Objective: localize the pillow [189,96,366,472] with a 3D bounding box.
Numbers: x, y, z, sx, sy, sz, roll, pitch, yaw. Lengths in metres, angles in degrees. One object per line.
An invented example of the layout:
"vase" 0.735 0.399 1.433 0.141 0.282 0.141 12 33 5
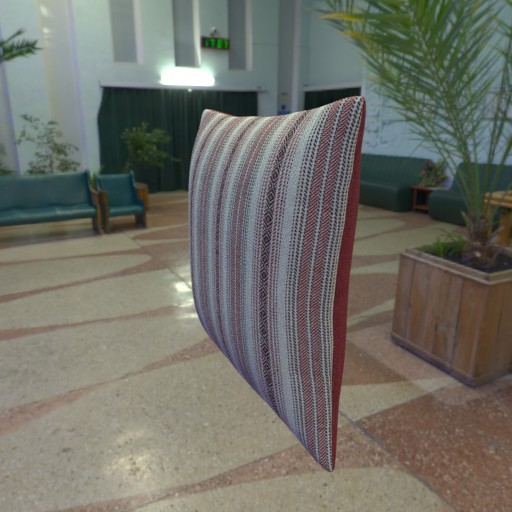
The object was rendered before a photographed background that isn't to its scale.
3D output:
"pillow" 0.000 0.000 0.768 0.166 0.497 0.513 -8 18 -25
